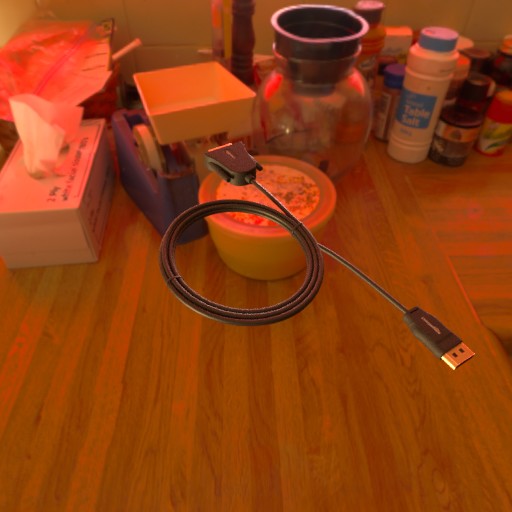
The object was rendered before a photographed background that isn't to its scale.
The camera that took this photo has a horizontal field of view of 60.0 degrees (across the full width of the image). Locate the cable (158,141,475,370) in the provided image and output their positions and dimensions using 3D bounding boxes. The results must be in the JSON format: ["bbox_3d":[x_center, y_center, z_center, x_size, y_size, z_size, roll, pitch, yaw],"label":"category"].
[{"bbox_3d":[0.000,0.000,0.325,0.136,0.015,0.281,-24,49,-22],"label":"cable"}]
